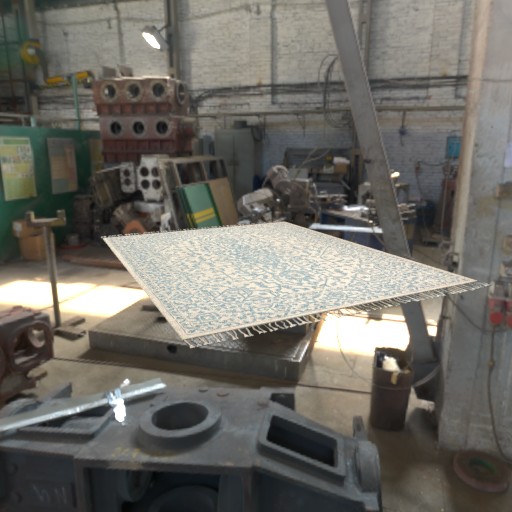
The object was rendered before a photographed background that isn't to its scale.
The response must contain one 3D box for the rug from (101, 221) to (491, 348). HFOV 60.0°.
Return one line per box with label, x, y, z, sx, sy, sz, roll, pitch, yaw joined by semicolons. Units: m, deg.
rug;0.000;0.000;4.332;2.464;0.010;3.327;-7;16;-26
